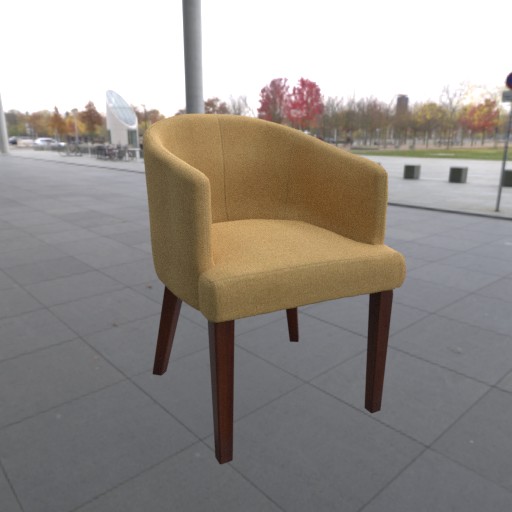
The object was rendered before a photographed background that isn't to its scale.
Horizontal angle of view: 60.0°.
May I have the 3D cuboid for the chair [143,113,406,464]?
[{"bbox_3d":[0.000,0.000,1.288,0.583,0.811,0.655,-8,17,-26],"label":"chair"}]
